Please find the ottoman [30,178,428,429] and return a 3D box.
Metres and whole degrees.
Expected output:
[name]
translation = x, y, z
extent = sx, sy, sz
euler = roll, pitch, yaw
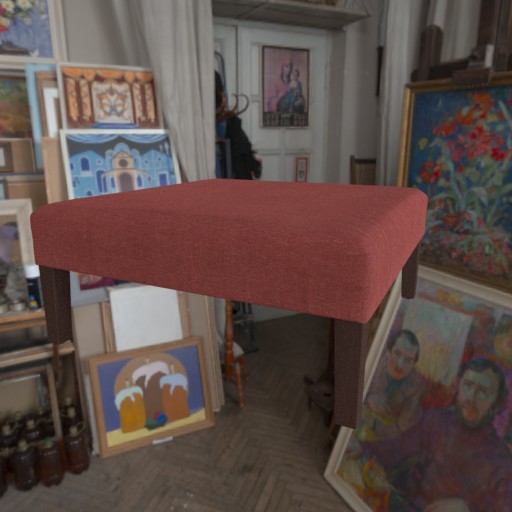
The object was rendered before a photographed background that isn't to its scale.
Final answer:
[ottoman]
translation = 0.000, 0.000, 1.380
extent = 0.890, 0.411, 0.889
euler = 7, 17, 26
